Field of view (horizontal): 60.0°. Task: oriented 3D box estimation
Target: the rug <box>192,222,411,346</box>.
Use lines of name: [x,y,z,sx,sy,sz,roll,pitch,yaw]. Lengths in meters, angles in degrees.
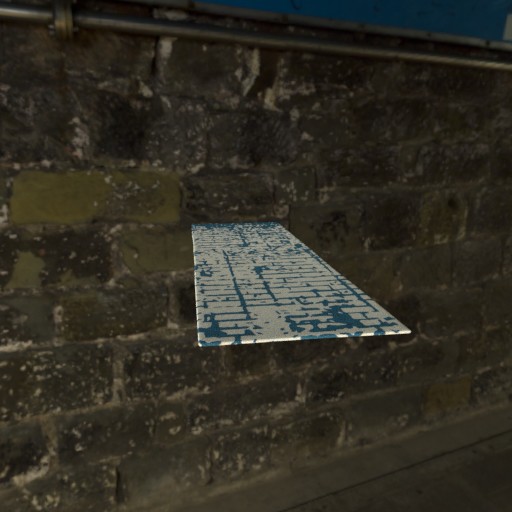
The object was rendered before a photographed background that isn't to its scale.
rug: [0.000,0.000,2.688,0.750,0.011,2.435,-2,14,-8]
